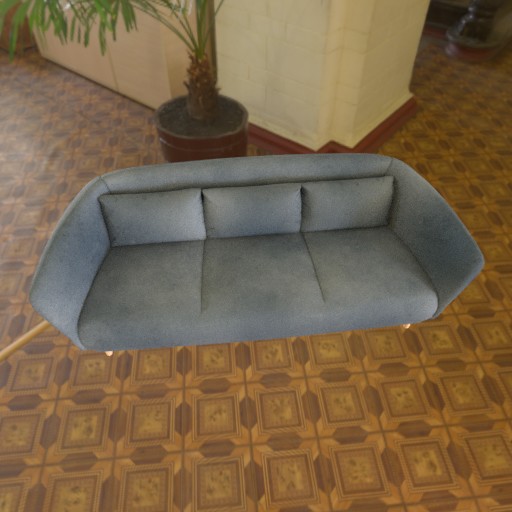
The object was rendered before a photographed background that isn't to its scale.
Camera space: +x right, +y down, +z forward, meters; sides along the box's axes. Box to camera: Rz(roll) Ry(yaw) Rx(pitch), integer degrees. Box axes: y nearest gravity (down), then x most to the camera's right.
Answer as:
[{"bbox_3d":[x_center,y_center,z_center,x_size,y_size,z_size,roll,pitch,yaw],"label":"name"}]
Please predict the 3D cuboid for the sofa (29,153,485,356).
[{"bbox_3d":[0.000,0.000,2.476,2.095,0.795,0.849,-4,47,-4],"label":"sofa"}]
